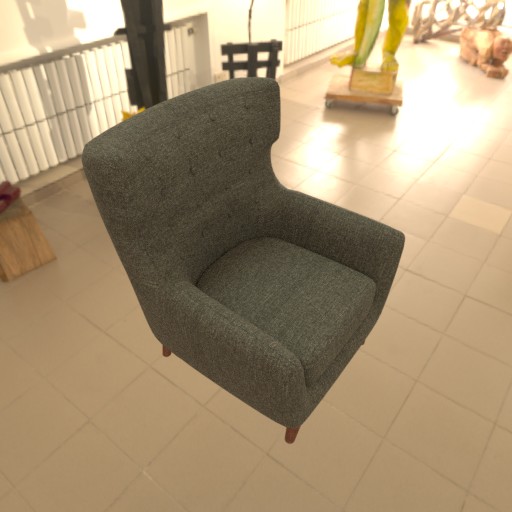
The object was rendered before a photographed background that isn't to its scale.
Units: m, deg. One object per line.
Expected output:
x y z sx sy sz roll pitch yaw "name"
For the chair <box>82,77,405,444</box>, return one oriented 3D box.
0.000 0.000 1.743 0.904 1.063 0.878 26 47 27 "chair"
